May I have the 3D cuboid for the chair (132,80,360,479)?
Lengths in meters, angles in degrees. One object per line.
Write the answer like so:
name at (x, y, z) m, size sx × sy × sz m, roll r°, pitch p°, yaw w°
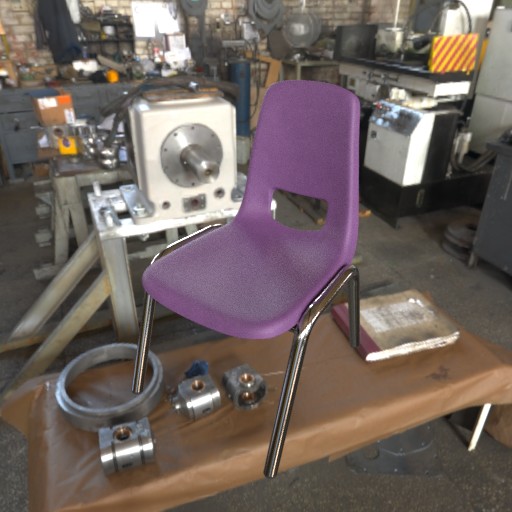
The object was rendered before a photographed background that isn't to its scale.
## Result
chair at (0.000, 0.000, 0.848) m, size 0.356 × 0.584 × 0.419 m, roll 19°, pitch 35°, yaw 29°
